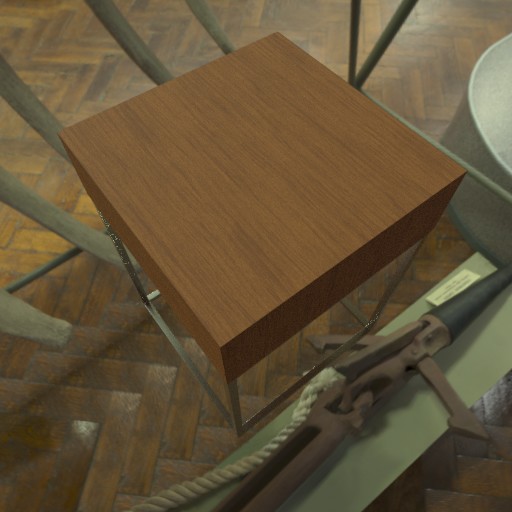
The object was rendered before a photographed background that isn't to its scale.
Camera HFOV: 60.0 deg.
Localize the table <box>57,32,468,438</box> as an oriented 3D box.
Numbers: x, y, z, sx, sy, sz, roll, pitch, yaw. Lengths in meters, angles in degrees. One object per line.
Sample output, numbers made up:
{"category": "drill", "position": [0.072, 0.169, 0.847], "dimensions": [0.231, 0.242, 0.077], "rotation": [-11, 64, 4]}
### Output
{"category": "table", "position": [0.000, 0.000, 0.830], "dimensions": [0.398, 0.540, 0.397], "rotation": [-33, 64, -19]}
